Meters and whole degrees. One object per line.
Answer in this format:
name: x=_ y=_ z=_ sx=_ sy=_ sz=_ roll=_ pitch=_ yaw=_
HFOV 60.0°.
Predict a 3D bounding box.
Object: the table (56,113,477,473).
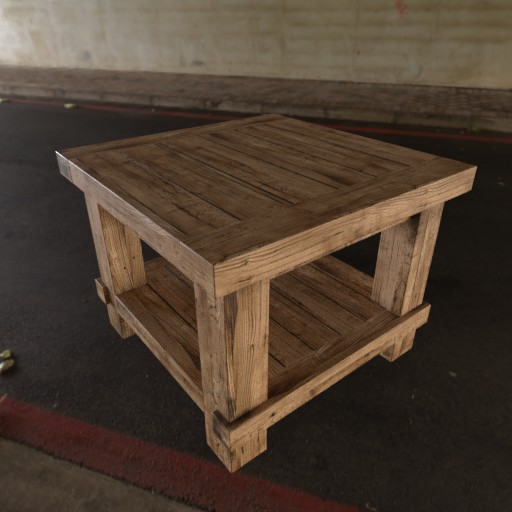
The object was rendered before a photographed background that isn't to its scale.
table: x=0.000 y=0.000 z=1.014 sx=0.610 sy=0.457 sz=0.610 roll=-21 pitch=36 yaw=-33
